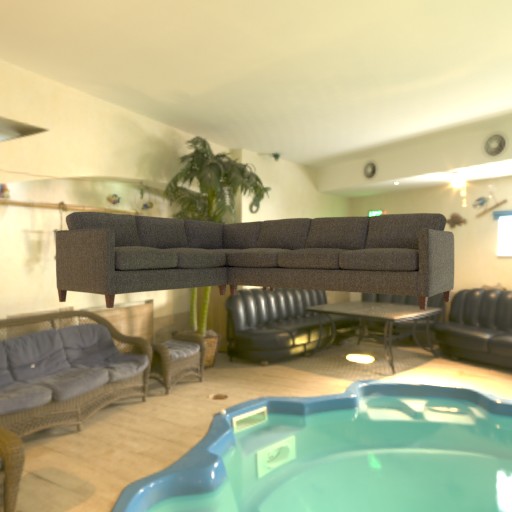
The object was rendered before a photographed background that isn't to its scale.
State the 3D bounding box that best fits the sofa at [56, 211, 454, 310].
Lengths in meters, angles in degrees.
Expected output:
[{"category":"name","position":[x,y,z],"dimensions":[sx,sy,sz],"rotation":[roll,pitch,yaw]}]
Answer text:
[{"category":"sofa","position":[0.000,0.000,4.573],"dimensions":[3.302,0.947,2.593],"rotation":[0,0,37]}]
